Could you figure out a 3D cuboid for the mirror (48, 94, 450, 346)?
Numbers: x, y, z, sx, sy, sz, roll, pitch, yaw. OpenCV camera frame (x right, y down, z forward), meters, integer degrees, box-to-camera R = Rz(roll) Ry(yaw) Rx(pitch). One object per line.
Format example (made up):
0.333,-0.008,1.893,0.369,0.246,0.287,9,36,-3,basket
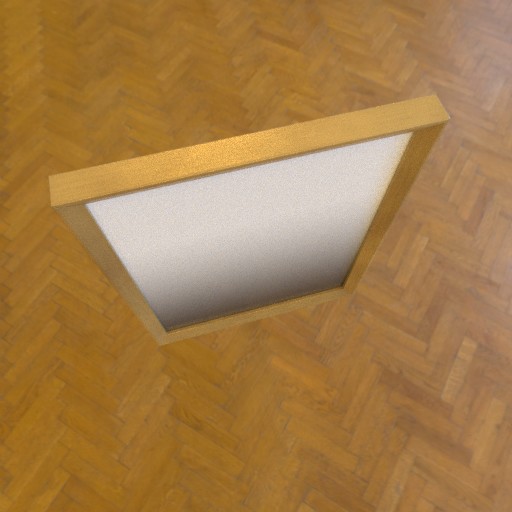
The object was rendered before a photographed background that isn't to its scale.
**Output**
0.000,0.000,0.671,0.406,0.509,0.041,-14,65,-7,mirror
